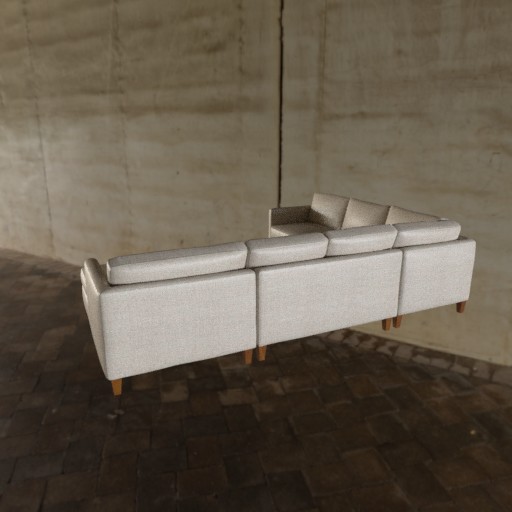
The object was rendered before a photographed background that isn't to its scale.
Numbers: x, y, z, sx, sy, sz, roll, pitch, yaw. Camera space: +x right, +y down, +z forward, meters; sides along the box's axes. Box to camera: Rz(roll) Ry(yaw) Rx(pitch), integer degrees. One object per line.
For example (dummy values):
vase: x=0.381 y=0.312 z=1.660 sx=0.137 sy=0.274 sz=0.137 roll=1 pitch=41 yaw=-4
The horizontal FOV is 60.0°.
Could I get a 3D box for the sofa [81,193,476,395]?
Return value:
sofa: x=0.000 y=0.000 z=4.656 sx=3.460 sy=0.961 sz=2.594 roll=-7 pitch=17 yaw=-25
